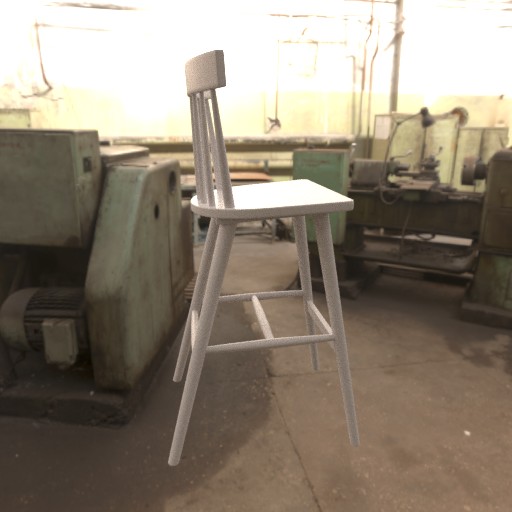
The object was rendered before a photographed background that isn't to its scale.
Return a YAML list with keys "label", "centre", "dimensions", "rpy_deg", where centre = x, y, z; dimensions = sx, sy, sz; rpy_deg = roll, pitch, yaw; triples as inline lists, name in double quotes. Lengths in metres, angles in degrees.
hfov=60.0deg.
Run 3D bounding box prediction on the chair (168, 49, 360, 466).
- label: "chair"
  centre: [0.000, 0.000, 1.364]
  dimensions: [0.572, 1.092, 0.483]
  rpy_deg: [-2, 16, -8]
